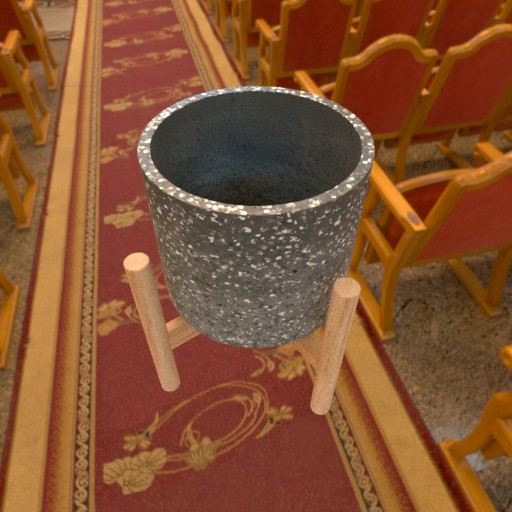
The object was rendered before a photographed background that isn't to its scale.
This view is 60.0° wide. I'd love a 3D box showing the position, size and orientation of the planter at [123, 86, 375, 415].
[{"bbox_3d":[0.000,0.000,0.536,0.284,0.320,0.284,-10,47,-9],"label":"planter"}]
